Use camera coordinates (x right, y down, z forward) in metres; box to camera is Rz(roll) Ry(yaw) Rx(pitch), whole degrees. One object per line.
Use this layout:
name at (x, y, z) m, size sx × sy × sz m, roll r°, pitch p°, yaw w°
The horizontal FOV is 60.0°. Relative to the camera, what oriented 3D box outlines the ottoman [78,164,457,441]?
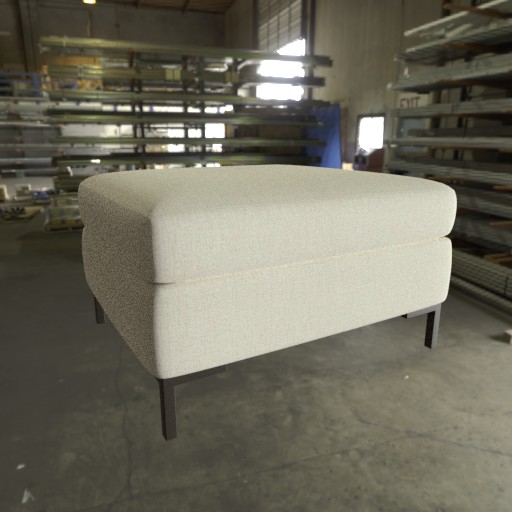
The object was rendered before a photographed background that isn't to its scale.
ottoman at (0.000, 0.000, 1.181) m, size 0.794 × 0.453 × 0.657 m, roll -9°, pitch 17°, yaw -29°
